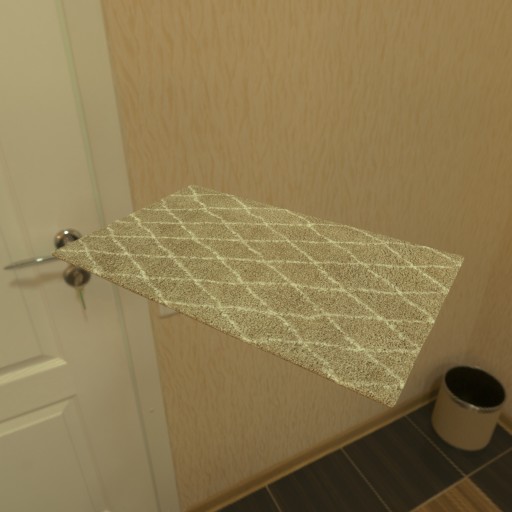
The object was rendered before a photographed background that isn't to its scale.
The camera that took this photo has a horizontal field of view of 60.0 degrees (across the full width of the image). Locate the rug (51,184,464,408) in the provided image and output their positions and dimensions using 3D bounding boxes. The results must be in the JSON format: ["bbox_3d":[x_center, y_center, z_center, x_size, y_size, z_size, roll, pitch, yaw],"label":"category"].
[{"bbox_3d":[0.000,0.000,3.069,2.438,0.030,1.524,18,35,28],"label":"rug"}]
